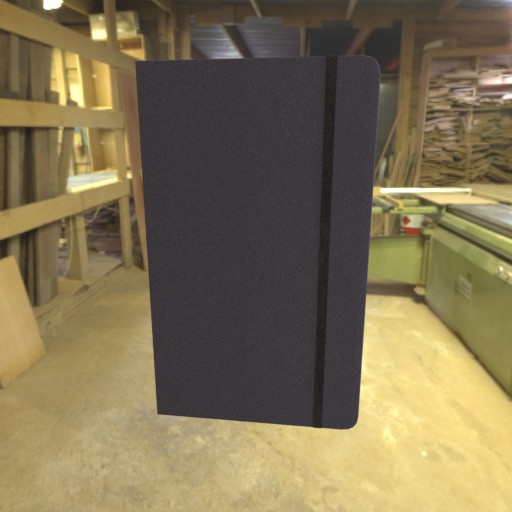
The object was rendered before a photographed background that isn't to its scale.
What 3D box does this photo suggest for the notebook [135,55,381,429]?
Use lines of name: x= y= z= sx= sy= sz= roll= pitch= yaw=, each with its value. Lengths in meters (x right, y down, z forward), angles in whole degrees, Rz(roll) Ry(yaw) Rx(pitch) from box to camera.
notebook: x=0.000 y=0.000 z=0.259 sx=0.127 sy=0.213 sz=0.016 roll=2 pitch=14 yaw=8
